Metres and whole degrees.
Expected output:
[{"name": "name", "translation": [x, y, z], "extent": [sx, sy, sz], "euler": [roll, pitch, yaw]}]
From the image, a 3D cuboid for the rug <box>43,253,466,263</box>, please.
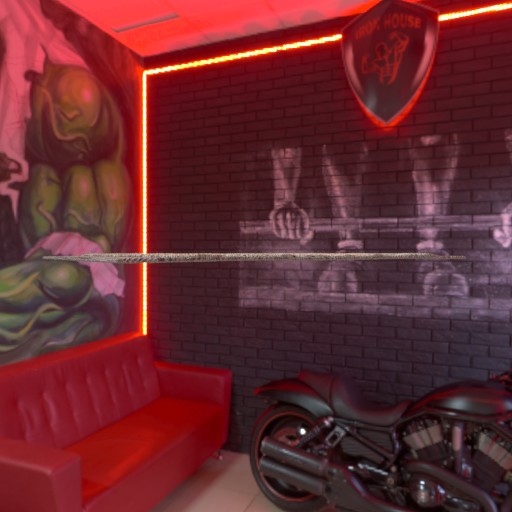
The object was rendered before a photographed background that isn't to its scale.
[{"name": "rug", "translation": [0.000, 0.000, 2.292], "extent": [1.823, 0.030, 1.222], "euler": [0, 0, -35]}]
